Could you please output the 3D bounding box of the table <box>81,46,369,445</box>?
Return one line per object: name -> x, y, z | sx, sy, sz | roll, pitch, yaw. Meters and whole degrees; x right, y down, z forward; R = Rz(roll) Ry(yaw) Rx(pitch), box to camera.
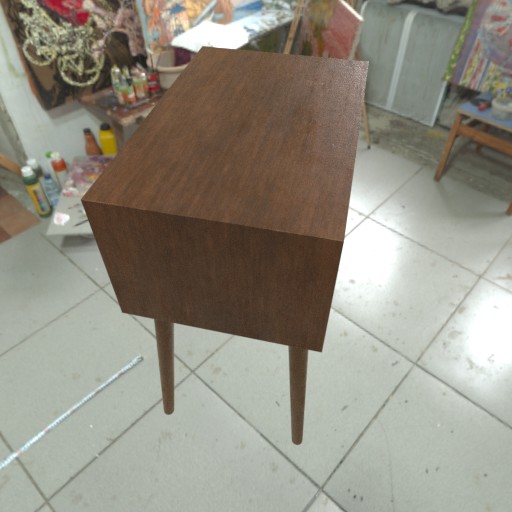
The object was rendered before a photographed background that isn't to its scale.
table -> 0.000, 0.000, 0.847 | 0.307, 0.580, 0.454 | 10, 47, 9
